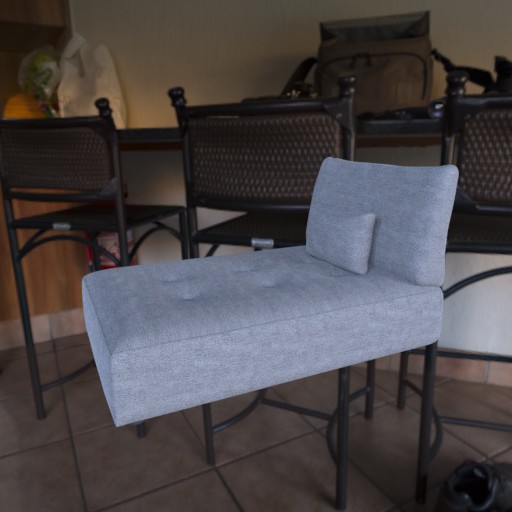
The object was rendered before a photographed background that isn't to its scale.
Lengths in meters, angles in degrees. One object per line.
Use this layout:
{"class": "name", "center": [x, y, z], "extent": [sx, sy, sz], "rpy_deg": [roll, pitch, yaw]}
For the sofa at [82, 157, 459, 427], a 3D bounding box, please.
{"class": "sofa", "center": [0.000, 0.000, 1.993], "extent": [1.450, 0.820, 0.930], "rpy_deg": [-7, 16, -25]}
